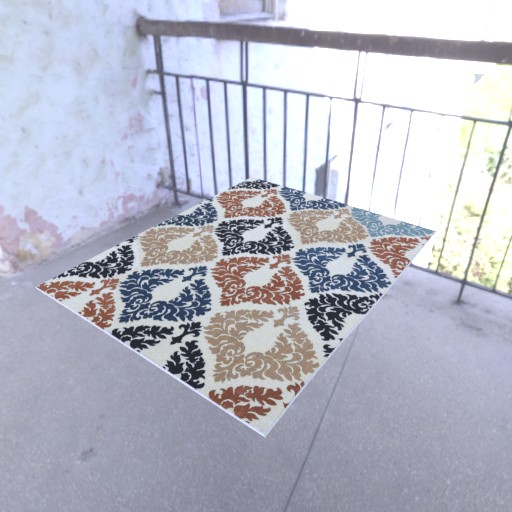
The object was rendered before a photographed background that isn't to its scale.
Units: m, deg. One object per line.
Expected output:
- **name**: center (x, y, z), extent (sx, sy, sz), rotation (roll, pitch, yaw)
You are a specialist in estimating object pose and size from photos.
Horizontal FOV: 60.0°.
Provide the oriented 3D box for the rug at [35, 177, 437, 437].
- **rug**: center (0.000, 0.000, 4.178), extent (2.423, 0.014, 3.040), rotation (22, 38, 30)
